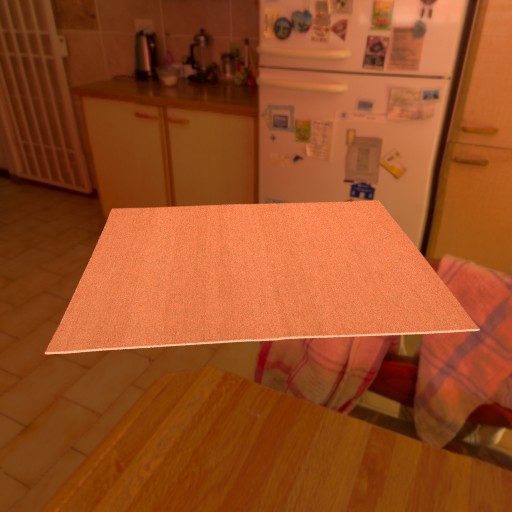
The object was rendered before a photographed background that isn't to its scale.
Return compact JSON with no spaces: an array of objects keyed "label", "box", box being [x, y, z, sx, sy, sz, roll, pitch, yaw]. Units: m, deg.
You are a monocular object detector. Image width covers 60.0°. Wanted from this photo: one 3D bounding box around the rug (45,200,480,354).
[{"label":"rug","box":[0.000,0.000,4.258,3.202,0.045,2.434,-2,31,-4]}]
